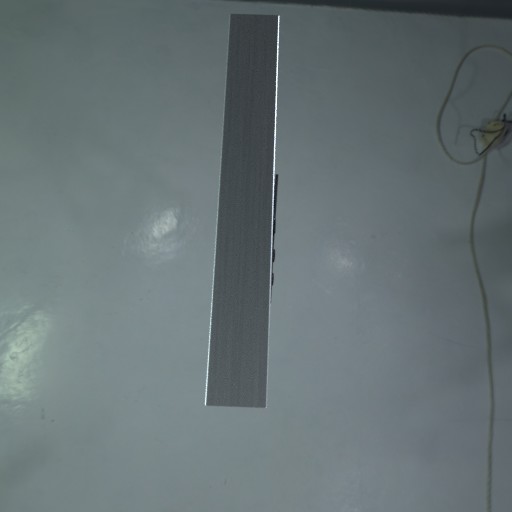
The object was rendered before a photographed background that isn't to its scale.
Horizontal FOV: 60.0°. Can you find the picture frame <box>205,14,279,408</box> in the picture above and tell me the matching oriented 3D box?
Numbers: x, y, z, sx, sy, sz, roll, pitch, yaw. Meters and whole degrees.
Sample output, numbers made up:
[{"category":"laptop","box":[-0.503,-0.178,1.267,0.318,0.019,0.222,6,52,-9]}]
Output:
[{"category":"picture frame","box":[0.000,0.000,0.268,0.028,0.208,0.157,2,76,1]}]
